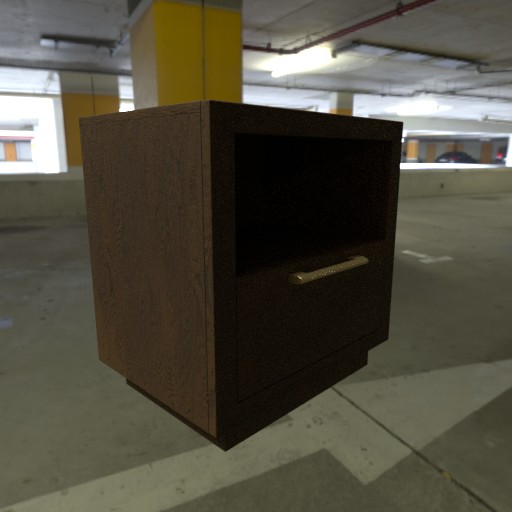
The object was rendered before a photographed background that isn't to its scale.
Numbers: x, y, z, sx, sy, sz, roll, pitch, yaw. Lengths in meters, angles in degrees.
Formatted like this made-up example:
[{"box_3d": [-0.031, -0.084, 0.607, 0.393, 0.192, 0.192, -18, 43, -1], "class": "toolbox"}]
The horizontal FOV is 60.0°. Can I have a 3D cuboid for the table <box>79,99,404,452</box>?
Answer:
[{"box_3d": [0.000, 0.000, 0.987, 0.439, 0.585, 0.560, 12, 18, 43], "class": "table"}]
